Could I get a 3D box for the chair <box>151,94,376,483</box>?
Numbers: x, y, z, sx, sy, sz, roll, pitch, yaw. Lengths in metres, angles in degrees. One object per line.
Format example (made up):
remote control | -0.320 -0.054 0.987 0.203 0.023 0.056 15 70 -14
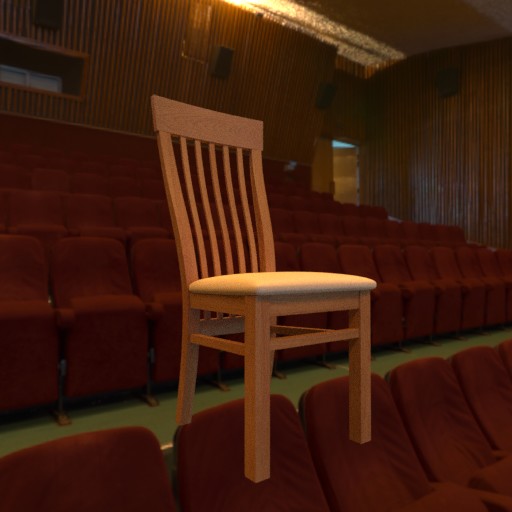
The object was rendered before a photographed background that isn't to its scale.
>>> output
chair | 0.000 0.000 1.360 0.450 1.050 0.580 1 -1 -37
